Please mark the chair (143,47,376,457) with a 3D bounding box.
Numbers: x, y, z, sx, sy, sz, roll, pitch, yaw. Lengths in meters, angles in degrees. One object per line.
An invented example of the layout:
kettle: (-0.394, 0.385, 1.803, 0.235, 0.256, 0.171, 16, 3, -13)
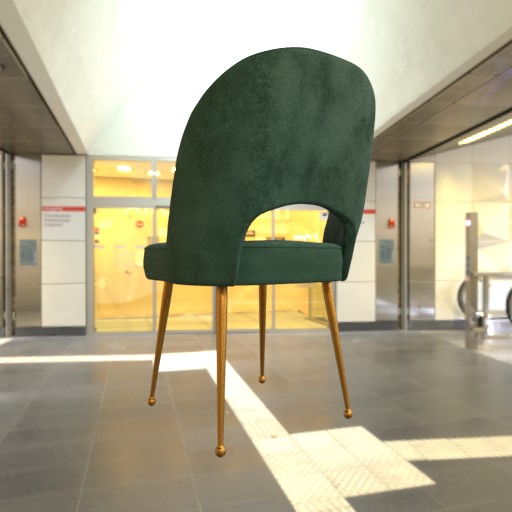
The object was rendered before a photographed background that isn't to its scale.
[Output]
chair: (0.000, 0.000, 1.178, 0.527, 0.860, 0.577, 0, 0, -35)
